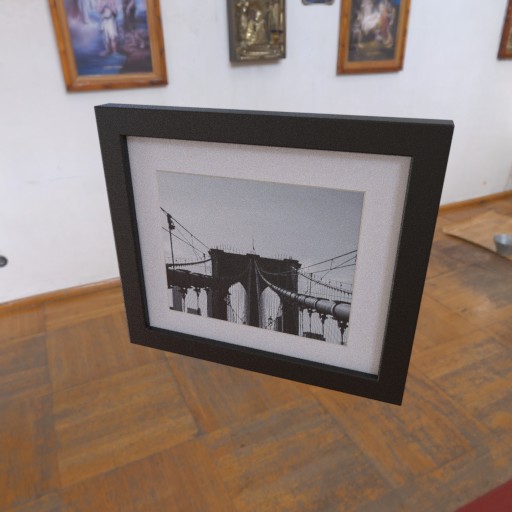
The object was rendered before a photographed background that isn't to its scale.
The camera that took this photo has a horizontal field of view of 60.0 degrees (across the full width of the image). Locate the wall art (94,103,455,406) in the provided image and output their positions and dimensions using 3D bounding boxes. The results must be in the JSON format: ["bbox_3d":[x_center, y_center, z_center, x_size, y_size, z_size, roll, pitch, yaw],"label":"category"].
[{"bbox_3d":[0.000,0.000,0.530,0.380,0.330,0.028,9,27,17],"label":"wall art"}]
